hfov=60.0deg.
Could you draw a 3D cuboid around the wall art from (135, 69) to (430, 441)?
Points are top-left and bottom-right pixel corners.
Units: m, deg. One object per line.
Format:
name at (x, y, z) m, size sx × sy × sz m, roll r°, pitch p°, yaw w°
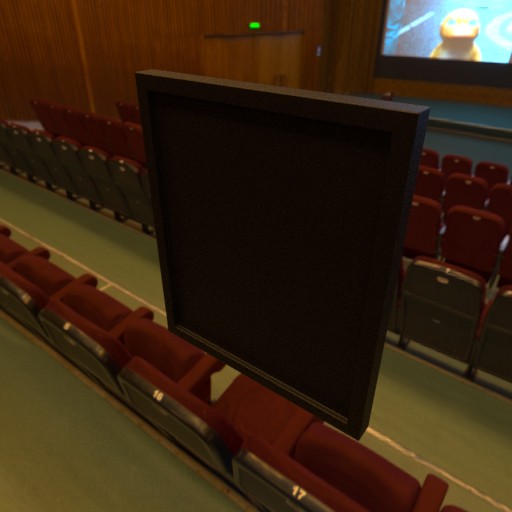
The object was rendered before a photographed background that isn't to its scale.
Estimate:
wall art at (0.000, 0.000, 0.524) m, size 0.328 × 0.381 × 0.028 m, roll 21°, pitch 37°, yaw 32°
